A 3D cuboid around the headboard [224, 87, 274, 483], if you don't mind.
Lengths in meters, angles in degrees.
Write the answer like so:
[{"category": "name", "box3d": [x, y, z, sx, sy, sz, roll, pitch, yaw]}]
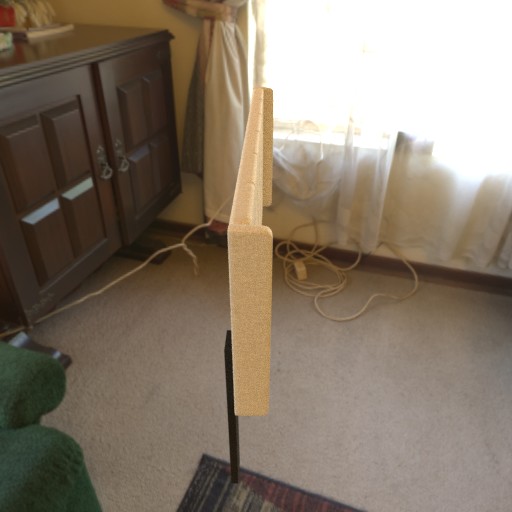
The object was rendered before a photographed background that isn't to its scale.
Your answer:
[{"category": "headboard", "box3d": [0.000, 0.000, 2.686, 0.184, 1.524, 2.051, 1, 33, 2]}]
